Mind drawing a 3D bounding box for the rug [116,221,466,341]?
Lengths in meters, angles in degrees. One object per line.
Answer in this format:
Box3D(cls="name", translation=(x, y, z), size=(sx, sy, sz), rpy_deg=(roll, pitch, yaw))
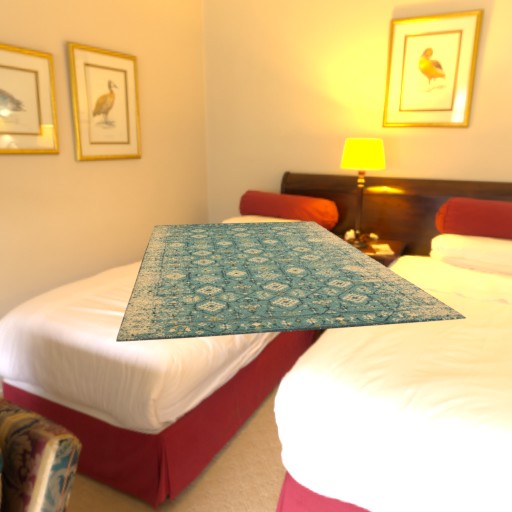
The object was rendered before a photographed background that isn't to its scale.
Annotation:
Box3D(cls="rug", translation=(0.000, 0.000, 2.205), size=(1.102, 0.008, 1.795), rpy_deg=(-2, 15, -9))
